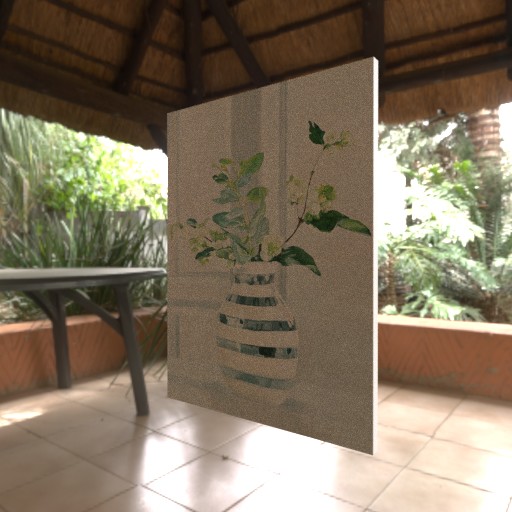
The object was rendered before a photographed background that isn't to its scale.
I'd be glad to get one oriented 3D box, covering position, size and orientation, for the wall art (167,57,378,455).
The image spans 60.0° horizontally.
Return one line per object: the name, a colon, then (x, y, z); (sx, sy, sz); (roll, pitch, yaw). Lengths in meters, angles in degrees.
wall art: (0.000, 0.000, 1.632); (0.914, 1.212, 0.038); (0, 0, 37)
